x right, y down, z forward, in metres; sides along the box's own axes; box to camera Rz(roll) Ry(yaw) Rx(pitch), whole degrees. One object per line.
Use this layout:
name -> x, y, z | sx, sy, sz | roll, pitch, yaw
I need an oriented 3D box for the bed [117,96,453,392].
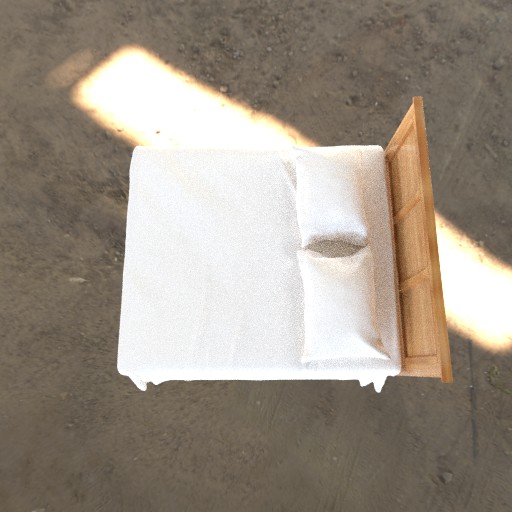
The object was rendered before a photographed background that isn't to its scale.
bed -> 0.000, 0.000, 3.064 | 2.035, 1.273, 1.870 | 0, 76, 0
